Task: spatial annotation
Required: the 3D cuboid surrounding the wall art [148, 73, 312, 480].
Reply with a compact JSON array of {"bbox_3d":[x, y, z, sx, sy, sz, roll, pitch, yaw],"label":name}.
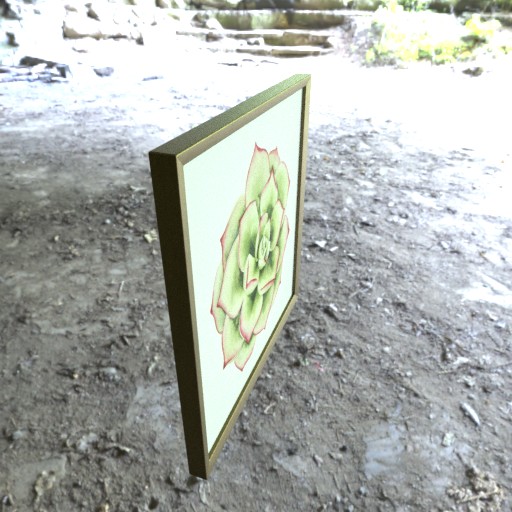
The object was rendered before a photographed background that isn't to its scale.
[{"bbox_3d":[0.000,0.000,0.748,0.031,0.506,0.503,11,33,18],"label":"wall art"}]
